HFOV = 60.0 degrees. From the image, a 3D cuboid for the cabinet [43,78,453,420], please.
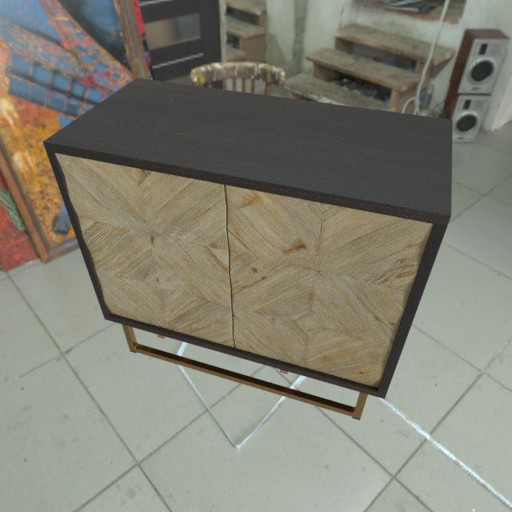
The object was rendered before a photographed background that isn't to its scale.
[{"bbox_3d":[0.000,0.000,1.417,0.950,0.860,0.451,13,43,14],"label":"cabinet"}]
